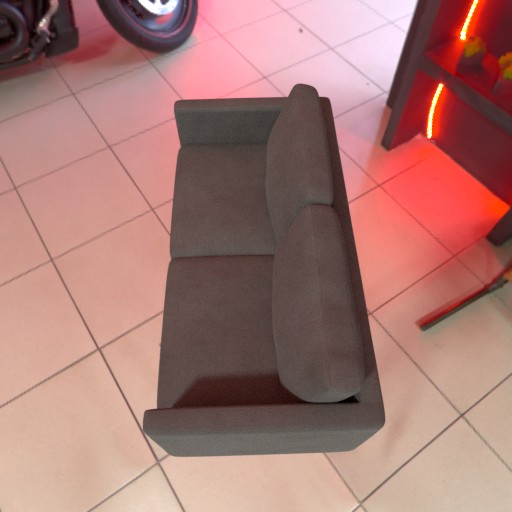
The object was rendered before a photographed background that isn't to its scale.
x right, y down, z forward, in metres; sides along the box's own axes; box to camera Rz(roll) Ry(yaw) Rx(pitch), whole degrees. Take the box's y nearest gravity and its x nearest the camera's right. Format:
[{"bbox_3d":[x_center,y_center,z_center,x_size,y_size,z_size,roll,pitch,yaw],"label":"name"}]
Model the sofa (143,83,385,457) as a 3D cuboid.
[{"bbox_3d":[0.000,0.000,2.368,0.950,0.963,1.884,-1,59,-1],"label":"sofa"}]
